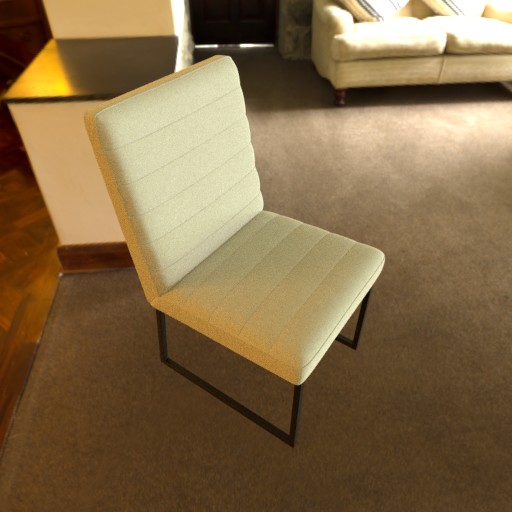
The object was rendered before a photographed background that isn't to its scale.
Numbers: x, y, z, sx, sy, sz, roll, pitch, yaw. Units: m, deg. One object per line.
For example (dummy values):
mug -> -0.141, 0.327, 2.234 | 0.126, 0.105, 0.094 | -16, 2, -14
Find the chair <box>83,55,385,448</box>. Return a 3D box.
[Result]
chair -> 0.000, 0.000, 1.315 | 0.634, 0.930, 0.520 | 25, 47, 25
